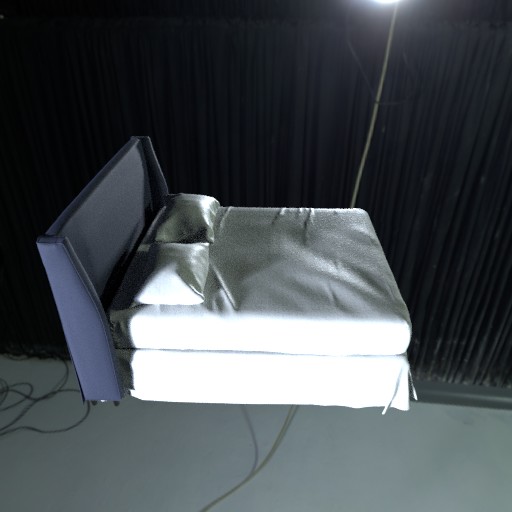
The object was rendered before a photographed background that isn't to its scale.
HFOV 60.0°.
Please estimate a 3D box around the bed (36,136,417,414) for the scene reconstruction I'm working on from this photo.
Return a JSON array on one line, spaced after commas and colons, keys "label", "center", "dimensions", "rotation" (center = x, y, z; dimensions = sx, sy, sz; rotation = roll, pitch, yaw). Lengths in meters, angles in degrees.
[{"label": "bed", "center": [0.000, 0.000, 3.432], "dimensions": [2.276, 1.332, 1.925], "rotation": [1, 32, 2]}]
